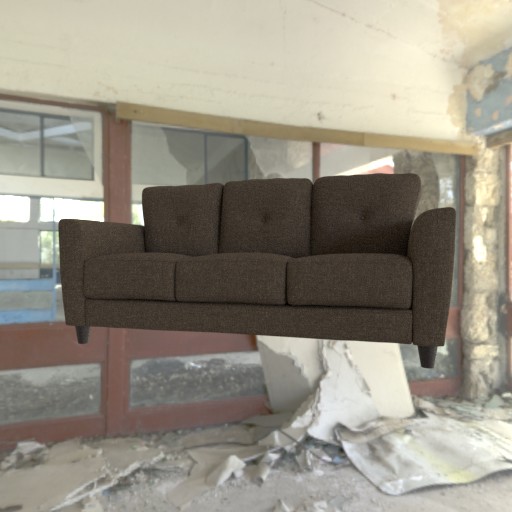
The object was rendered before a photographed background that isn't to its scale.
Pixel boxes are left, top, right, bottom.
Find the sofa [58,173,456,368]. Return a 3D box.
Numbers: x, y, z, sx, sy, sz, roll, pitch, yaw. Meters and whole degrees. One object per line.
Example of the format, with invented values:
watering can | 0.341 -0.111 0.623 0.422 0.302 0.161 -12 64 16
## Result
sofa | 0.000 0.000 2.332 1.847 0.891 0.837 0 0 17
